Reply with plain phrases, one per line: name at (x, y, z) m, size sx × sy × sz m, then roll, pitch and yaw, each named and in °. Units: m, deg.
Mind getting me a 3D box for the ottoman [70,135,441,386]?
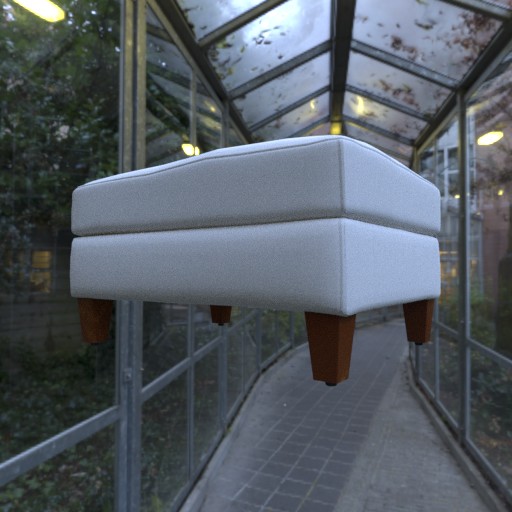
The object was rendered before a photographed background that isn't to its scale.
ottoman at (0.000, 0.000, 1.194) m, size 0.818 × 0.479 × 0.634 m, roll -1°, pitch -2°, yaw 36°
